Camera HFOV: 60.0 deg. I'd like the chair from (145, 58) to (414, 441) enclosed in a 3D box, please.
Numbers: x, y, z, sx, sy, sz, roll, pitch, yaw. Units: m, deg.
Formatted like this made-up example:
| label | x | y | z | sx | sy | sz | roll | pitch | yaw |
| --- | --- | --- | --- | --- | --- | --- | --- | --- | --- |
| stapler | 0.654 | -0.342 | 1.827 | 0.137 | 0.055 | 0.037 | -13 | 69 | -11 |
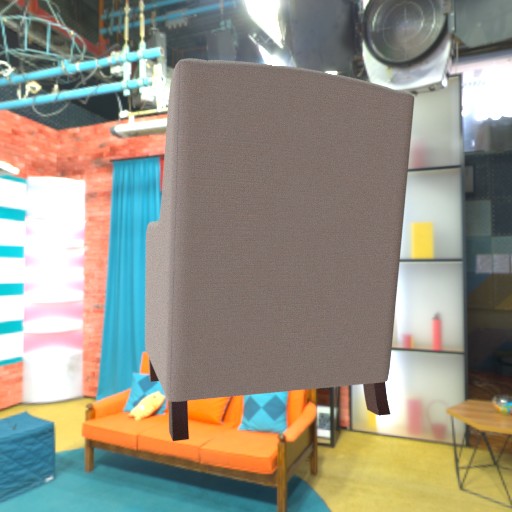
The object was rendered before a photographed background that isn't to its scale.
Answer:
| label | x | y | z | sx | sy | sz | roll | pitch | yaw |
| --- | --- | --- | --- | --- | --- | --- | --- | --- | --- |
| chair | 0.000 | 0.000 | 1.609 | 0.715 | 1.017 | 0.896 | 1 | -2 | -19 |
